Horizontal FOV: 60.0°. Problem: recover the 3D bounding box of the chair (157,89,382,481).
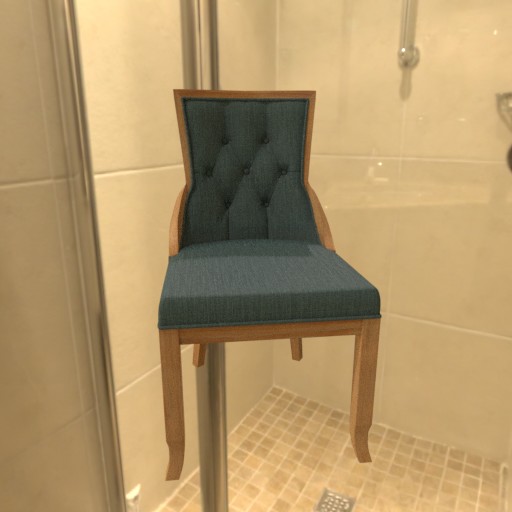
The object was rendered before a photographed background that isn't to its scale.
[{"bbox_3d":[0.000,0.000,1.286,0.524,0.947,0.641,-2,16,-7],"label":"chair"}]
